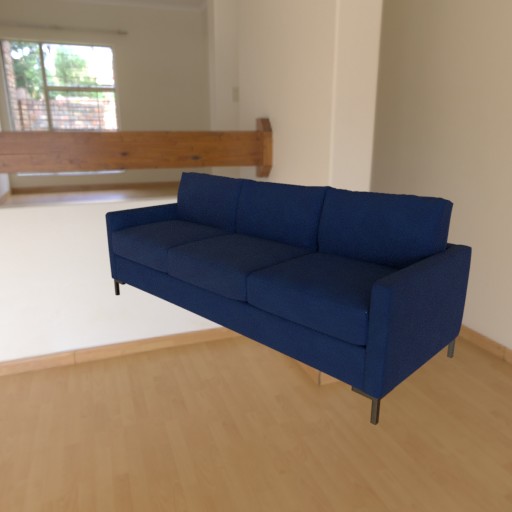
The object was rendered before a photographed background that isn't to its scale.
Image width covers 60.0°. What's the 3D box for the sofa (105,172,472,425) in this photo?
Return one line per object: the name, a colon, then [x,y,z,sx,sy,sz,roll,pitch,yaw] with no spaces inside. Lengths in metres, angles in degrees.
sofa: [0.000,0.000,2.736,2.252,0.879,0.875,15,22,42]
